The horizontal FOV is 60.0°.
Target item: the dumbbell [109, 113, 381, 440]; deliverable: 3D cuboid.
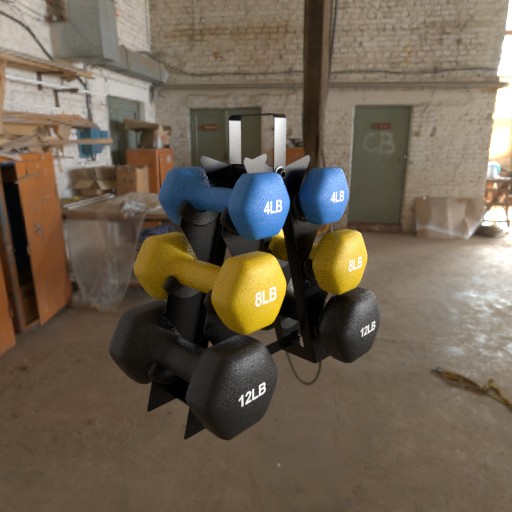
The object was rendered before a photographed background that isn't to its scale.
[{"bbox_3d":[0.000,0.000,0.699,0.255,0.426,0.409,14,20,42],"label":"dumbbell"}]
